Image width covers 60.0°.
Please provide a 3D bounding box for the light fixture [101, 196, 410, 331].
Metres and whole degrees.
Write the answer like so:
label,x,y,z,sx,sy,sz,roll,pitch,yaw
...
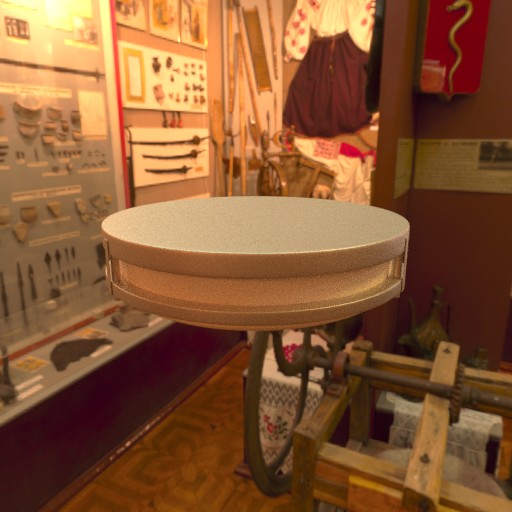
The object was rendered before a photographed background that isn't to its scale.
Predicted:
label,x,y,z,sx,sy,sz,roll,pitch,yaw
light fixture,0.000,0.000,0.550,0.356,0.102,0.356,0,15,0
